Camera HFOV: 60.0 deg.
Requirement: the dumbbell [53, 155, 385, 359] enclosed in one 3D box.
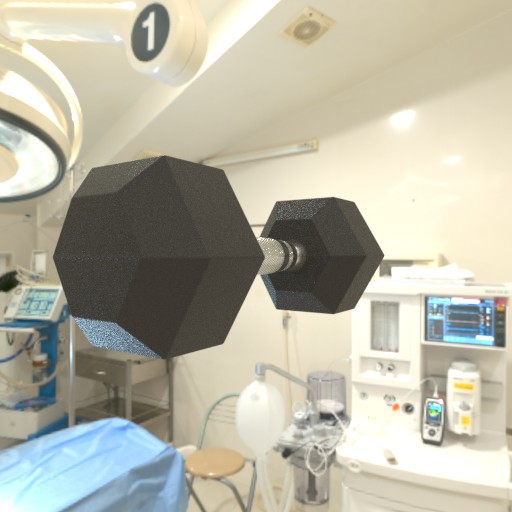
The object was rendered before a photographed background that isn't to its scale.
[{"bbox_3d":[0.000,0.000,0.372,0.129,0.113,0.315,0,0,35],"label":"dumbbell"}]
